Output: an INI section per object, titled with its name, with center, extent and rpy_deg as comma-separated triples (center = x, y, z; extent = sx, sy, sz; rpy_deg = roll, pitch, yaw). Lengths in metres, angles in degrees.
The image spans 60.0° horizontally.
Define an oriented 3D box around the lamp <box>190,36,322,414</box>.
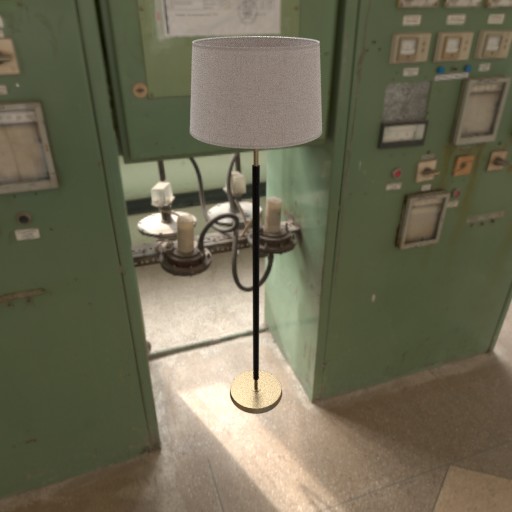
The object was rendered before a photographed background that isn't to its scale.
[lamp]
center = 0.000, 0.000, 1.654
extent = 0.420, 1.447, 0.420
rpy_deg = 0, 30, 0
